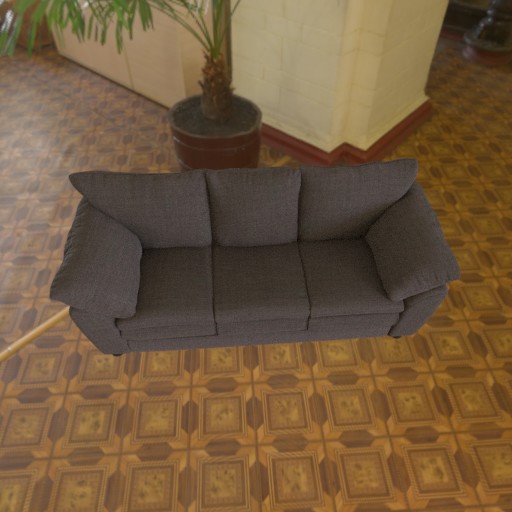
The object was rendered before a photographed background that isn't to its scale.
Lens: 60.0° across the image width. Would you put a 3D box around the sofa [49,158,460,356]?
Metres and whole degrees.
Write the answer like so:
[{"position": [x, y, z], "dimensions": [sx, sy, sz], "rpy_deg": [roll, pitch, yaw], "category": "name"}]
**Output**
[{"position": [0.000, 0.000, 2.902], "dimensions": [2.336, 1.080, 0.883], "rpy_deg": [-3, 47, -3], "category": "sofa"}]
